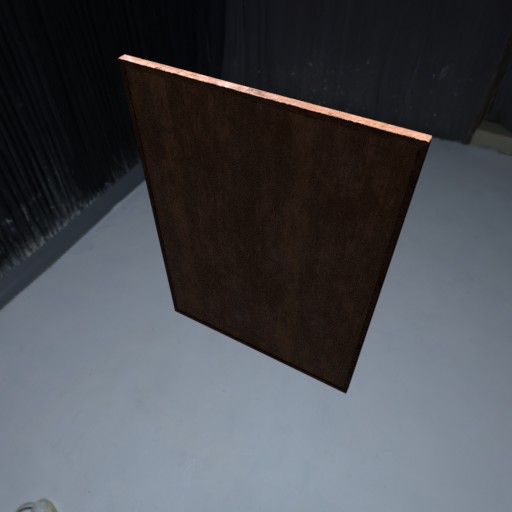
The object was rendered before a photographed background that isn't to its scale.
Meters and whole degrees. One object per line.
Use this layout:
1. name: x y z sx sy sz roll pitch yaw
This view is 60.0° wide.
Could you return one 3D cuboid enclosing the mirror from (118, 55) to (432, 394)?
1. mirror: 0.000 0.000 1.414 0.796 1.099 0.028 22 51 19
